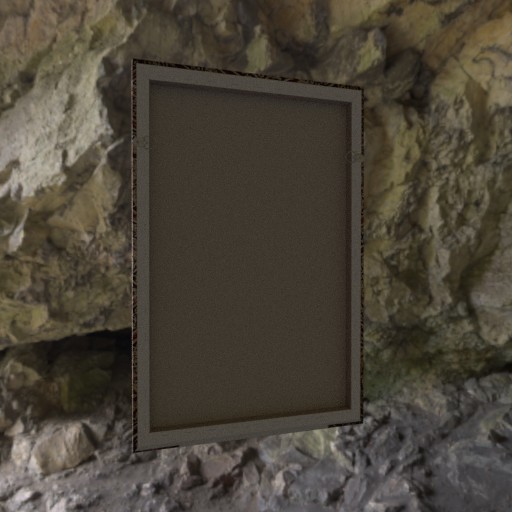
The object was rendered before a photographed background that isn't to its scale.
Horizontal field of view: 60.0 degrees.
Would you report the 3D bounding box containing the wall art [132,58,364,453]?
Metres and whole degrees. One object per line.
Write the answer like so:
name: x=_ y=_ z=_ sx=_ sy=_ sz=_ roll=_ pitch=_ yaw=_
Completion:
wall art: x=0.000 y=0.000 z=0.738 sx=0.397 sy=0.599 sz=0.020 roll=0 pitch=0 yaw=-17
